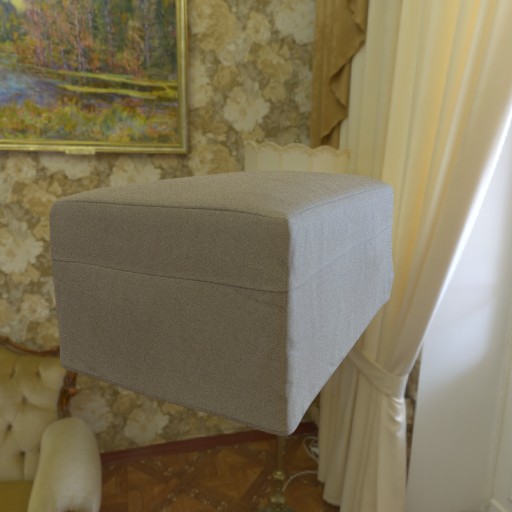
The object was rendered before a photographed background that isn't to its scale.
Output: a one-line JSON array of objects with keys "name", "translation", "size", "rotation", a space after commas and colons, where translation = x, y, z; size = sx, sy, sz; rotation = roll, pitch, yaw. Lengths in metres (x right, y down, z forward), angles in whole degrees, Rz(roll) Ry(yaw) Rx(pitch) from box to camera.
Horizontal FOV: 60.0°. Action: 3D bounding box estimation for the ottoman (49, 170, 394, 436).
[{"name": "ottoman", "translation": [0.000, 0.000, 1.191], "size": [0.590, 0.444, 0.872], "rotation": [7, 14, 27]}]
